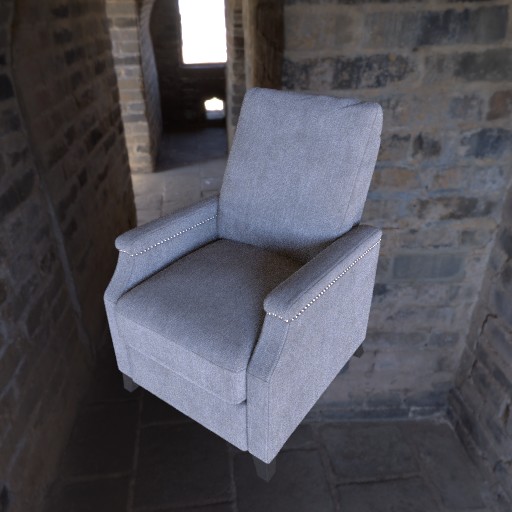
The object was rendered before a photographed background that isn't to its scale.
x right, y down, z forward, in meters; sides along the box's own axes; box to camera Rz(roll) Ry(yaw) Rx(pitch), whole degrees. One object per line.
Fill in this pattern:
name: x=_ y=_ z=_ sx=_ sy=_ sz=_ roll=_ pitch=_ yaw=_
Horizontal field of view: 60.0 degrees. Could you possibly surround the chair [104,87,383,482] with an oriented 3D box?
chair: x=0.000 y=0.000 z=1.619 sx=0.710 sy=1.049 sz=0.922 roll=19 pitch=35 yaw=30
